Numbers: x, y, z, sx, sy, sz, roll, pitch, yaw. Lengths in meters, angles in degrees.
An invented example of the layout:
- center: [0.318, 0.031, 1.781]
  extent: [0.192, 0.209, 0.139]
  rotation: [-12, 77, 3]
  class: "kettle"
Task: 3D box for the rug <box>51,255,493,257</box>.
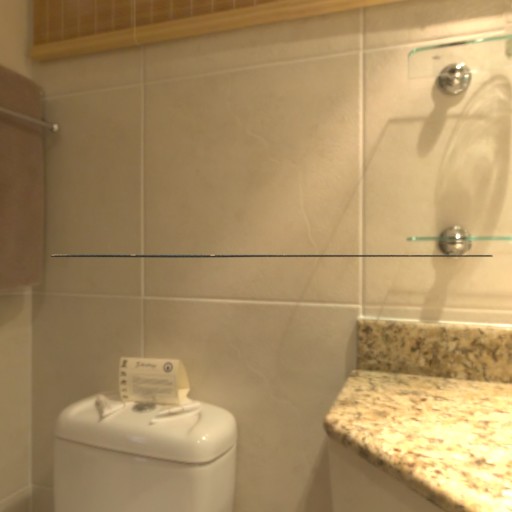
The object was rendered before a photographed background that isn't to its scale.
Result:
- center: [0.000, 0.000, 4.320]
  extent: [3.342, 0.018, 2.432]
  rotation: [0, 0, -17]
  class: "rug"
